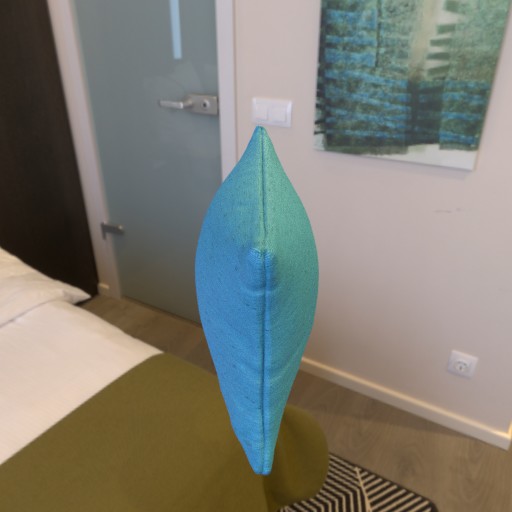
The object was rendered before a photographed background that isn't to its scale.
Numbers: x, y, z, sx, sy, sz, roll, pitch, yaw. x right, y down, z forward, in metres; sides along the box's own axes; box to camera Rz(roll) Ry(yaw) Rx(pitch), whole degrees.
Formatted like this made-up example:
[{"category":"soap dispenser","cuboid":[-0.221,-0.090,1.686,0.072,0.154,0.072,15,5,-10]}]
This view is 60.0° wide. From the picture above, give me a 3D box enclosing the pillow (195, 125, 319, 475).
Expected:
[{"category":"pillow","cuboid":[0.000,0.000,0.793,0.210,0.338,0.633,0,28,0]}]
